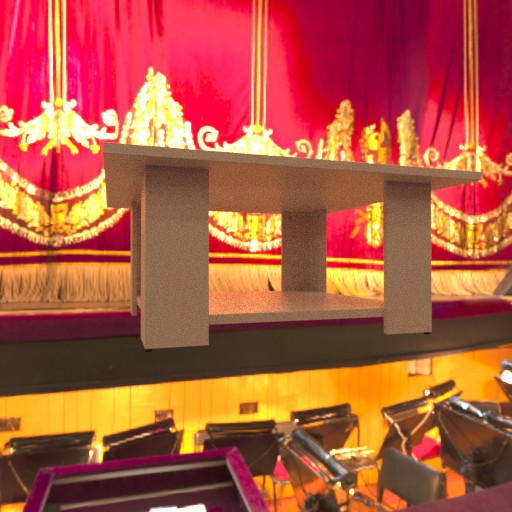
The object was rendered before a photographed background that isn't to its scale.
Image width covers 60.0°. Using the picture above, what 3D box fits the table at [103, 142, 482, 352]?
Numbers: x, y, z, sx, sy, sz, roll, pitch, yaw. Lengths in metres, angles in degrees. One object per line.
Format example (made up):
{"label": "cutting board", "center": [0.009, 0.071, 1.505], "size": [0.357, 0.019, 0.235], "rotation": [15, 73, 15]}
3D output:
{"label": "table", "center": [0.000, 0.000, 1.042], "size": [0.670, 0.305, 0.670], "rotation": [0, -1, -18]}
